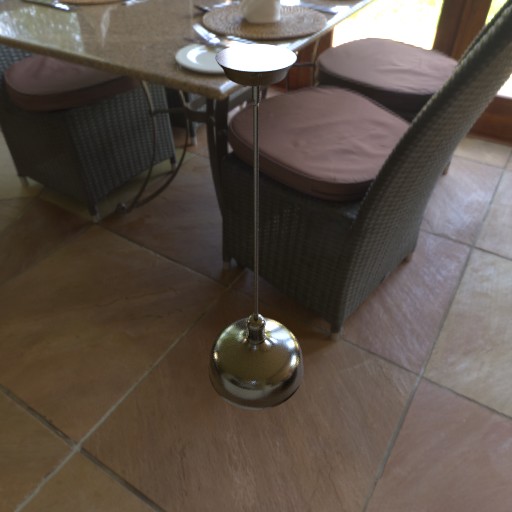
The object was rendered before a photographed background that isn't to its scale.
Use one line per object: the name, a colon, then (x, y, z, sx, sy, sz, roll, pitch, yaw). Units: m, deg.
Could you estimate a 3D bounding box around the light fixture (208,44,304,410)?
light fixture: (0.000, 0.000, 1.087, 0.299, 0.935, 0.299, 25, 48, 26)
